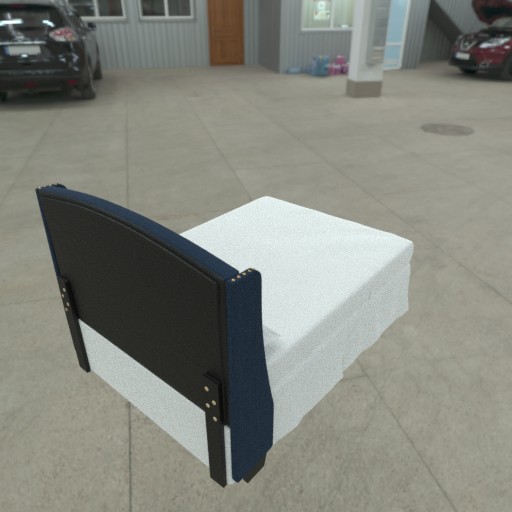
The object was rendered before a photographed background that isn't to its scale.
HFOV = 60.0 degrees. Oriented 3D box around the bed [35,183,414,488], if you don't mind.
[{"bbox_3d":[0.000,0.000,3.172,1.604,1.402,2.223,23,37,34],"label":"bed"}]
